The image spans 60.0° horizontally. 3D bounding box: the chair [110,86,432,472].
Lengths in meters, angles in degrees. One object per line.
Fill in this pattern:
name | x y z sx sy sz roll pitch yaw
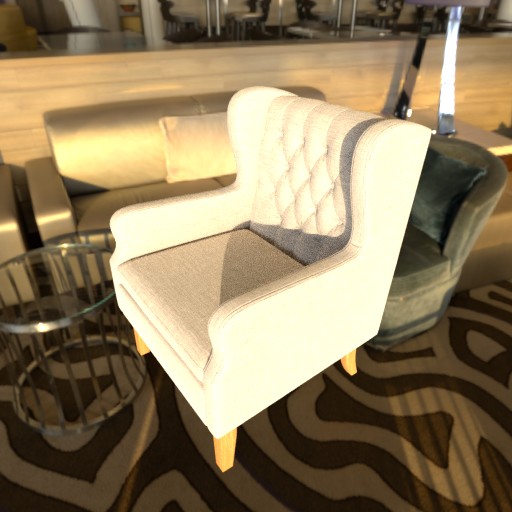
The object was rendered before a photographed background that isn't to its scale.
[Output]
chair | 0.000 0.000 1.458 0.760 0.930 0.710 -20 36 -30
